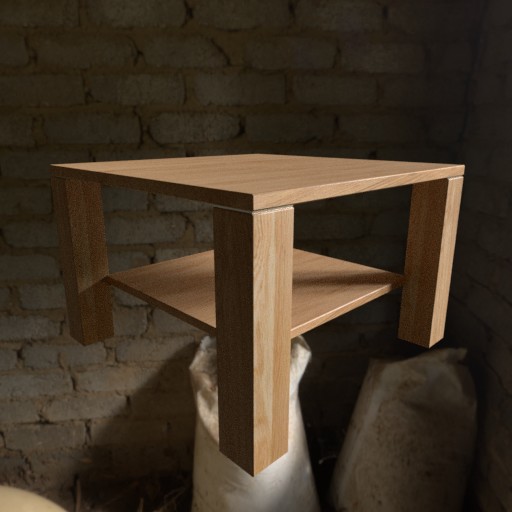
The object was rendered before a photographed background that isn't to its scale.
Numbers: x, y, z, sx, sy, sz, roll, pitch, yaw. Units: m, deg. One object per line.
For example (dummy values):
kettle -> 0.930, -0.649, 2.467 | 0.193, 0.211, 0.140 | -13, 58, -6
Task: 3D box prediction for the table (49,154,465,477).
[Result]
table -> 0.000, 0.000, 1.115 | 0.700, 0.450, 0.700 | -15, 22, -42
